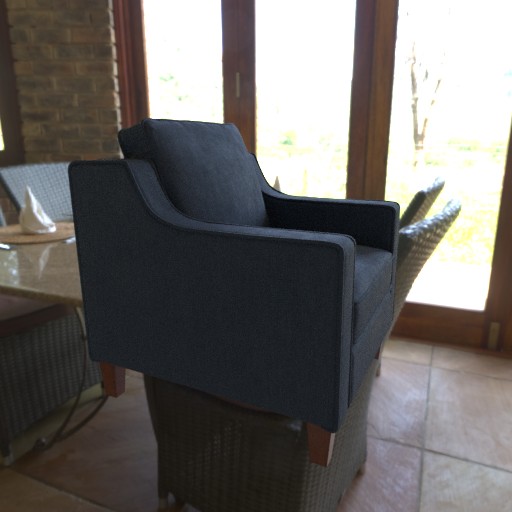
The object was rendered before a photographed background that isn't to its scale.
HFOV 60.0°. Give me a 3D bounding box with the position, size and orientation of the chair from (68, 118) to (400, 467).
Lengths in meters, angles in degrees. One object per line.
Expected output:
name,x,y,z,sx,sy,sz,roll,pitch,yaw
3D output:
chair,0.000,0.000,1.625,0.909,0.960,0.831,7,16,26
